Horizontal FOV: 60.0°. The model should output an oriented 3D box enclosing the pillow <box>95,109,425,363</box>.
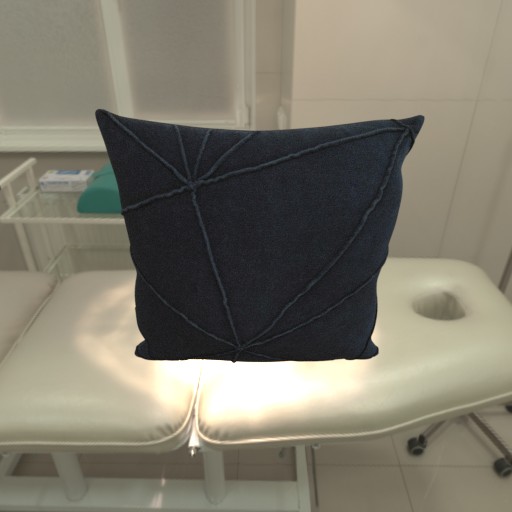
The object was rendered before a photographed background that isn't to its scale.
[{"bbox_3d":[0.000,0.000,0.683,0.439,0.440,0.183,0,31,0],"label":"pillow"}]
